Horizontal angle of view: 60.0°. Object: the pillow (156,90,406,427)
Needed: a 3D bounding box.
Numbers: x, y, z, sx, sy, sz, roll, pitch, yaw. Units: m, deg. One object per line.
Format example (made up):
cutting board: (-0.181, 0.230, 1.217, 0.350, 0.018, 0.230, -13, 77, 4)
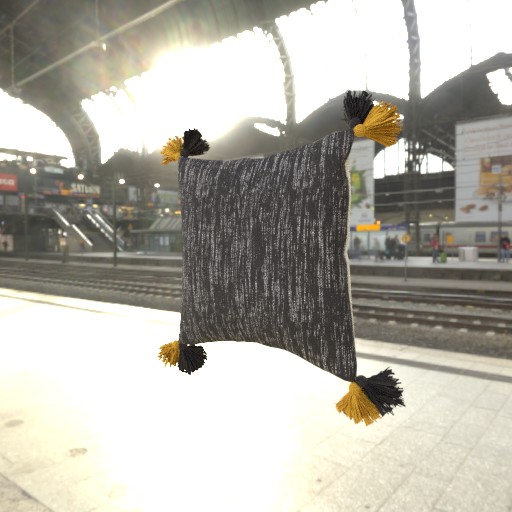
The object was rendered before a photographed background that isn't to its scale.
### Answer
pillow: (0.000, 0.000, 0.983, 0.654, 0.659, 0.139, 1, 2, 36)
